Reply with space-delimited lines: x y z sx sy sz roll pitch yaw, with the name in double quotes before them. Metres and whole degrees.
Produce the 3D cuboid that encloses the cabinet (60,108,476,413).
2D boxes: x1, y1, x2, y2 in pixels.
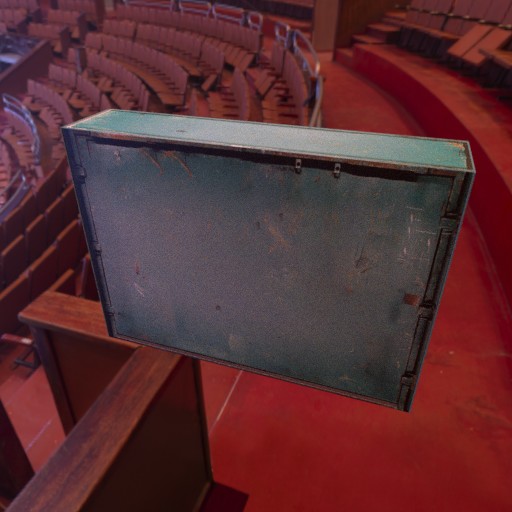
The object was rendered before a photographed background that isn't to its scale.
"cabinet" 0.000 0.000 3.895 3.001 2.160 0.680 10 33 16
